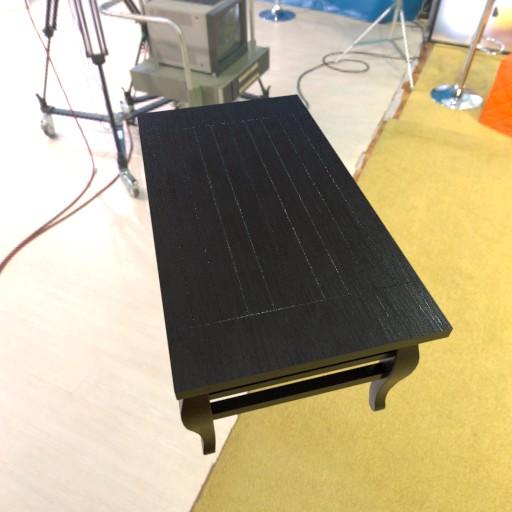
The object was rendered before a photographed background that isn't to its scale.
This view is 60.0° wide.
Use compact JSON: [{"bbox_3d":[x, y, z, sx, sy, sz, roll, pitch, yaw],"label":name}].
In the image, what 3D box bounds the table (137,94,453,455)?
[{"bbox_3d":[0.000,0.000,1.410,0.600,0.494,1.062,-10,48,-10],"label":"table"}]
